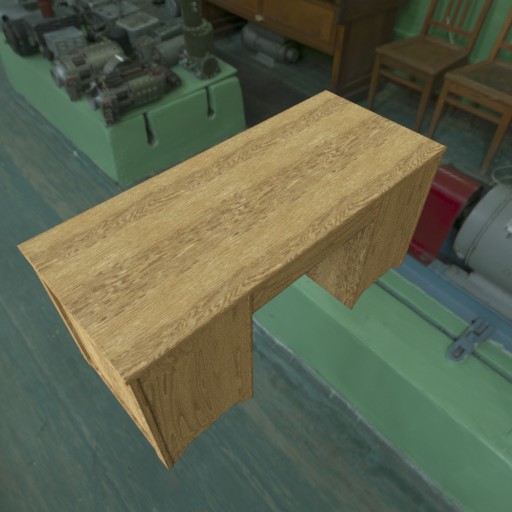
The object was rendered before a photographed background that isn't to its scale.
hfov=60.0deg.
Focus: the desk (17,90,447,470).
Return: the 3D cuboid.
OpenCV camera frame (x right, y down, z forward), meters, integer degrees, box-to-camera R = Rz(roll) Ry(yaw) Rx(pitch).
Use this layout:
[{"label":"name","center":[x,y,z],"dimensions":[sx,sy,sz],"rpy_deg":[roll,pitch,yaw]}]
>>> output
[{"label":"desk","center":[0.000,0.000,1.954],"dimensions":[1.567,0.751,0.685],"rpy_deg":[-35,56,-27]}]
